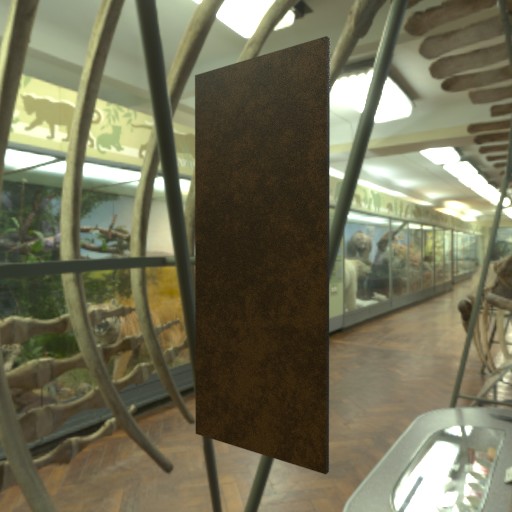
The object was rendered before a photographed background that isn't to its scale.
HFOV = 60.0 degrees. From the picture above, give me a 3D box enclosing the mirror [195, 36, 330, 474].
[{"bbox_3d":[0.000,0.000,2.295,0.812,2.031,0.032,1,1,34],"label":"mirror"}]
